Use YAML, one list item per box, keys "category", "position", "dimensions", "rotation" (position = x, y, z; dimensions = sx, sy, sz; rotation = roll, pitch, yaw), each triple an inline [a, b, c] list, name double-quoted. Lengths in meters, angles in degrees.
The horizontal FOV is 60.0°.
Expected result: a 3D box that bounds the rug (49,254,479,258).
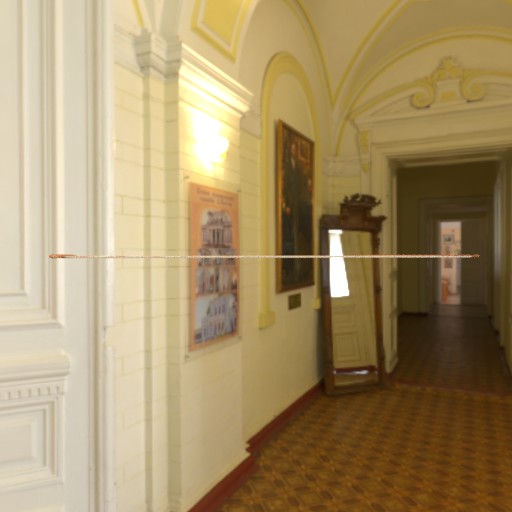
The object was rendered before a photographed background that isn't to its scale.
- category: "rug"
  position: [0.000, 0.000, 2.573]
  dimensions: [2.092, 0.017, 1.232]
  rotation: [0, 0, -19]
